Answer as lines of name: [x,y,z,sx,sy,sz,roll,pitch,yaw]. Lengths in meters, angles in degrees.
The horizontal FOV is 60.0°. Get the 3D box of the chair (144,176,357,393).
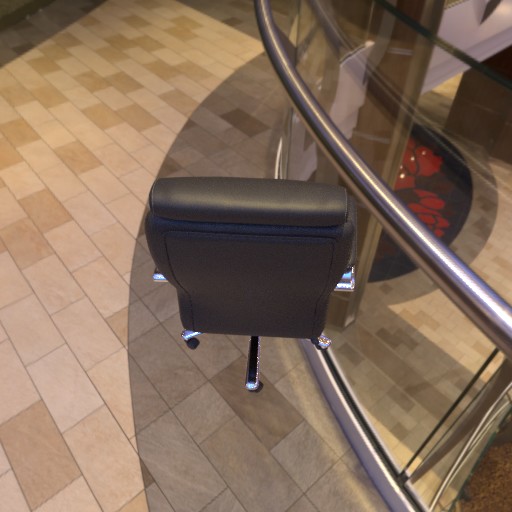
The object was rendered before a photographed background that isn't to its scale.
chair: [0.000,0.000,1.708,0.755,1.183,0.790,3,47,3]
